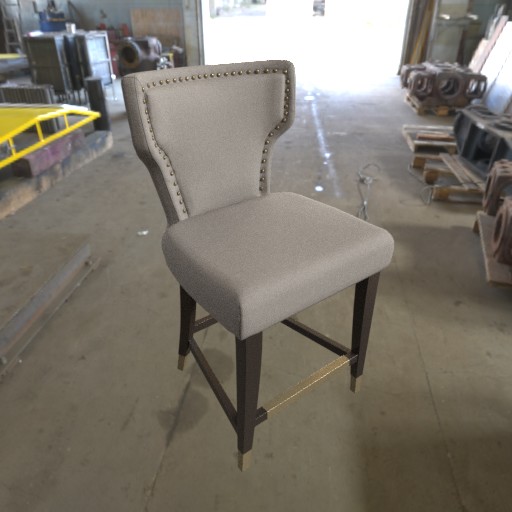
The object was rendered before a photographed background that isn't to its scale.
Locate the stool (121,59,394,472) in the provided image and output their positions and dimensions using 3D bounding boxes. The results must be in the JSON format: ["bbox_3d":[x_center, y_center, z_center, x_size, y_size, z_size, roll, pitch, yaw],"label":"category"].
[{"bbox_3d":[0.000,0.000,1.275,0.527,0.982,0.563,-21,37,-32],"label":"stool"}]
